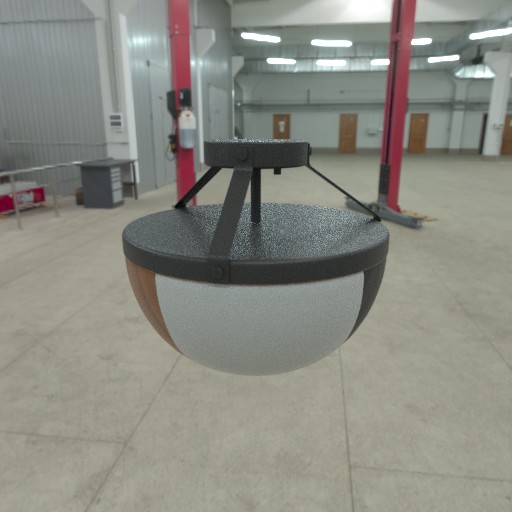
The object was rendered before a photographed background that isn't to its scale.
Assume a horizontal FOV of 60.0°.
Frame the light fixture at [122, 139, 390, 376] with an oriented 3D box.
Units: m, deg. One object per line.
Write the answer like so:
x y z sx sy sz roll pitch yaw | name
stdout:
0.000 0.000 0.534 0.304 0.269 0.304 0 16 0 | light fixture
